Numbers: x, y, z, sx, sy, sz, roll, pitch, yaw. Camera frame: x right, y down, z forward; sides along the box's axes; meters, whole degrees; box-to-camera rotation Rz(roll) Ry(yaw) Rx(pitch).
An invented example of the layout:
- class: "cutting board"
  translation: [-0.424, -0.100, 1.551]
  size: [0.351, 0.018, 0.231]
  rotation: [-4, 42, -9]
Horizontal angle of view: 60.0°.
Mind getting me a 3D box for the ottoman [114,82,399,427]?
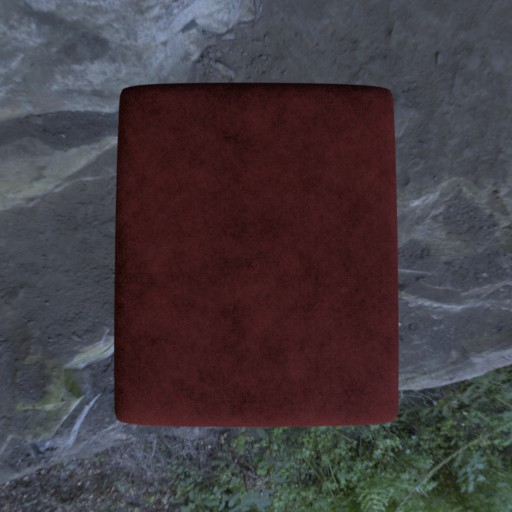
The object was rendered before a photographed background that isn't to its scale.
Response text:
- class: "ottoman"
  translation: [0.000, 0.000, 1.191]
  size: [0.650, 0.462, 0.782]
  rotation: [0, 87, -1]
